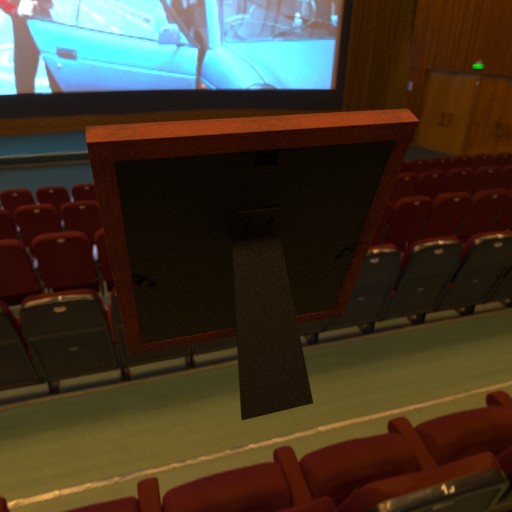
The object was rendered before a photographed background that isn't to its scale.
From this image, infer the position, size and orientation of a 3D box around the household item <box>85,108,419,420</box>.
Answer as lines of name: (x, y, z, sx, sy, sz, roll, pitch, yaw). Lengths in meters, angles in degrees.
household item: (0.000, 0.000, 0.385, 0.240, 0.240, 0.131, -8, 28, -15)
